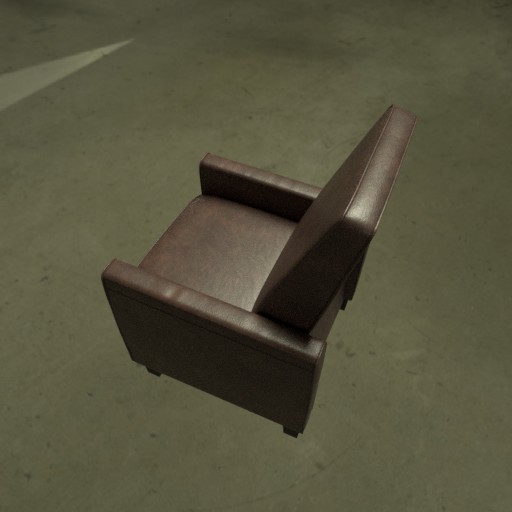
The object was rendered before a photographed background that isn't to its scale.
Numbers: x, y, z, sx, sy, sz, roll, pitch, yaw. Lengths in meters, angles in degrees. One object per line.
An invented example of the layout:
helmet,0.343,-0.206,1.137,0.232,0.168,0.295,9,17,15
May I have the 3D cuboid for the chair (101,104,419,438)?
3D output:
chair,0.000,0.000,1.492,0.746,1.013,0.705,18,50,16
